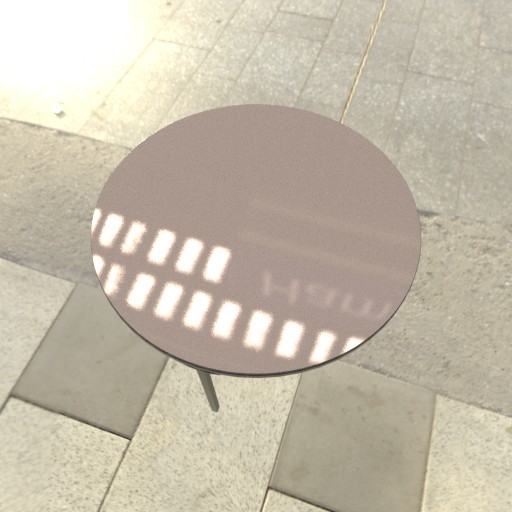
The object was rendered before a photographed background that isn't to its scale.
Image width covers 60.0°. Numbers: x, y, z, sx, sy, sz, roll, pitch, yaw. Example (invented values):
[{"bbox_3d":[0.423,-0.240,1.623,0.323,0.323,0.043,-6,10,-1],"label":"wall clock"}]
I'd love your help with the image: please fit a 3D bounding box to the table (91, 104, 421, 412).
[{"bbox_3d":[0.000,0.000,1.258,0.800,0.400,0.800,0,58,0],"label":"table"}]
